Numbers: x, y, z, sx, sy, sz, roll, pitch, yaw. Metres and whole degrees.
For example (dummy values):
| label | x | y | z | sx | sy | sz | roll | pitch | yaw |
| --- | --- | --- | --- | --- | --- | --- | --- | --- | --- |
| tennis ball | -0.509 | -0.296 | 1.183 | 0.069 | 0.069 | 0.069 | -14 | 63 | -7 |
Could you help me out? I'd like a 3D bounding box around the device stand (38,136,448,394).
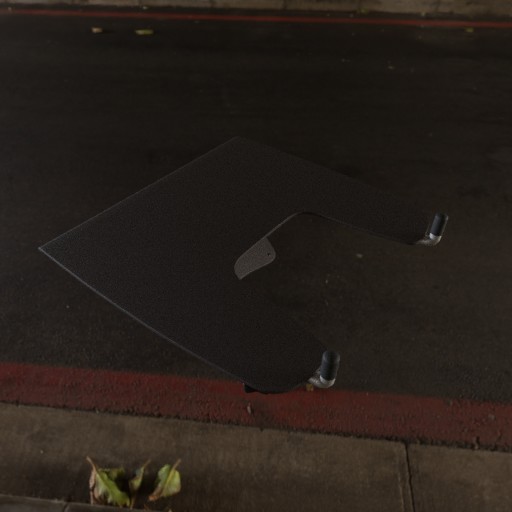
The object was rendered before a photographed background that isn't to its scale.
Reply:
| label | x | y | z | sx | sy | sz | roll | pitch | yaw |
| --- | --- | --- | --- | --- | --- | --- | --- | --- | --- |
| device stand | 0.000 | 0.000 | 0.356 | 0.230 | 0.092 | 0.230 | 27 | 48 | 28 |
